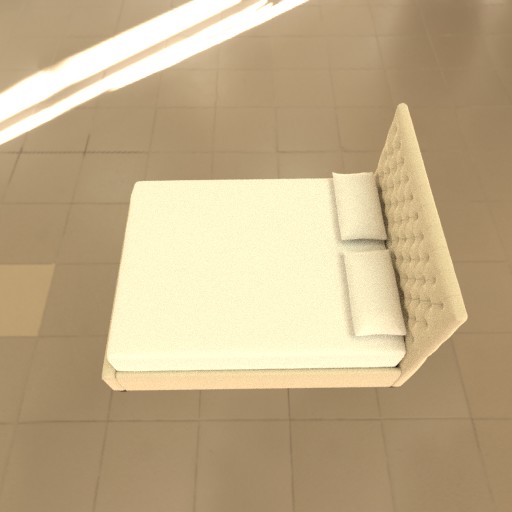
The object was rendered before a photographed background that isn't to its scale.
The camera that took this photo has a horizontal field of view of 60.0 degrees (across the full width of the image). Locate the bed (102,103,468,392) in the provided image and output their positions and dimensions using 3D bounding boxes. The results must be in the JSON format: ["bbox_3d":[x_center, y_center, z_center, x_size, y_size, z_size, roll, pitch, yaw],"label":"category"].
[{"bbox_3d":[0.000,0.000,3.340,2.233,1.426,1.696,-1,59,-1],"label":"bed"}]
